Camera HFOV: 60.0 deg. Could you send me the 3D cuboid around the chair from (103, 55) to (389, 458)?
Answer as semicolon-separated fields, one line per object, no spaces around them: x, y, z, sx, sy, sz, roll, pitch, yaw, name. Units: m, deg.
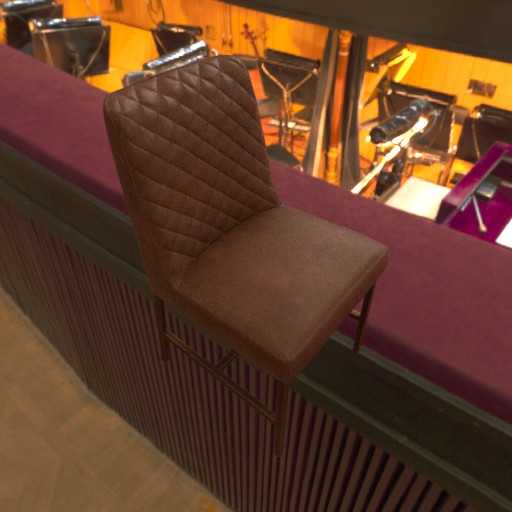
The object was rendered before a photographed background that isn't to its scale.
0.000;0.000;1.232;0.587;0.889;0.508;27;47;28;chair
